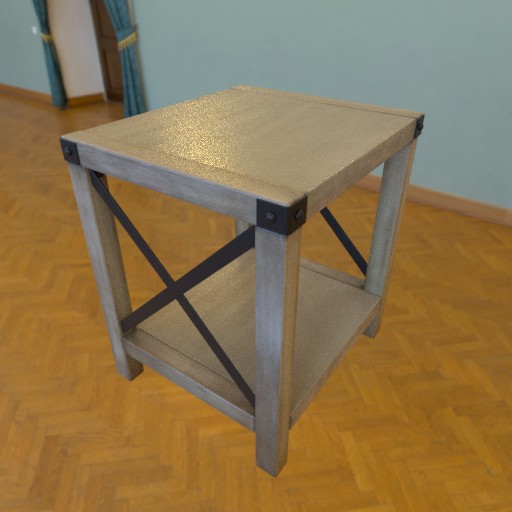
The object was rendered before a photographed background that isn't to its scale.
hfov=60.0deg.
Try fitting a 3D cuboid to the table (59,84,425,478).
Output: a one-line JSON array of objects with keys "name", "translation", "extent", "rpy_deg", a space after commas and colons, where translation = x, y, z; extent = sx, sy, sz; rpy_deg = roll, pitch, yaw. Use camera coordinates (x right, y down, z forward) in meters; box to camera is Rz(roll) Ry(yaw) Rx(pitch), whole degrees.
[{"name": "table", "translation": [0.000, 0.000, 0.938], "extent": [0.459, 0.561, 0.510], "rpy_deg": [21, 38, 29]}]
